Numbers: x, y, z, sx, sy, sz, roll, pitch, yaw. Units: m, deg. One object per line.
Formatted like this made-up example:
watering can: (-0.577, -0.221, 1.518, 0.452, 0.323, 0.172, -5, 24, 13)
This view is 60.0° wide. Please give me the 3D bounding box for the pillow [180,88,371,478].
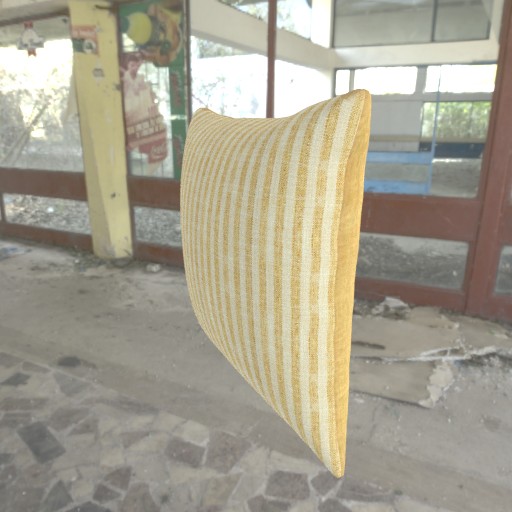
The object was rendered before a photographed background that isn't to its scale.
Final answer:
pillow: (0.000, 0.000, 0.615, 0.173, 0.407, 0.419, -8, 18, -26)
